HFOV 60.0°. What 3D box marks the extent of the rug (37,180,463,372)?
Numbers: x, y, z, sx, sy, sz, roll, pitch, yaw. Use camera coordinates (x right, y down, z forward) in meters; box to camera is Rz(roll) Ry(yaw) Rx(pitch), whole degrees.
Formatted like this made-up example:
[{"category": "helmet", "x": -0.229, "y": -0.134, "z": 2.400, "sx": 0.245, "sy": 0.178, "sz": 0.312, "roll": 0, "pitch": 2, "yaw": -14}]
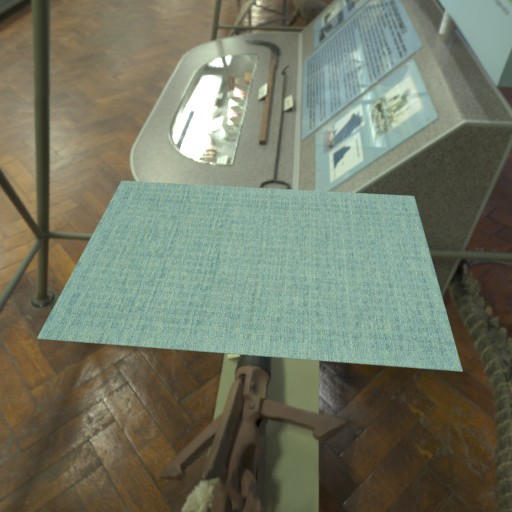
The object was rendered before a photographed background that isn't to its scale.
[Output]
[{"category": "rug", "x": 0.000, "y": 0.000, "z": 2.913, "sx": 2.286, "sy": 0.006, "sz": 1.522, "roll": 4, "pitch": 44, "yaw": 4}]
